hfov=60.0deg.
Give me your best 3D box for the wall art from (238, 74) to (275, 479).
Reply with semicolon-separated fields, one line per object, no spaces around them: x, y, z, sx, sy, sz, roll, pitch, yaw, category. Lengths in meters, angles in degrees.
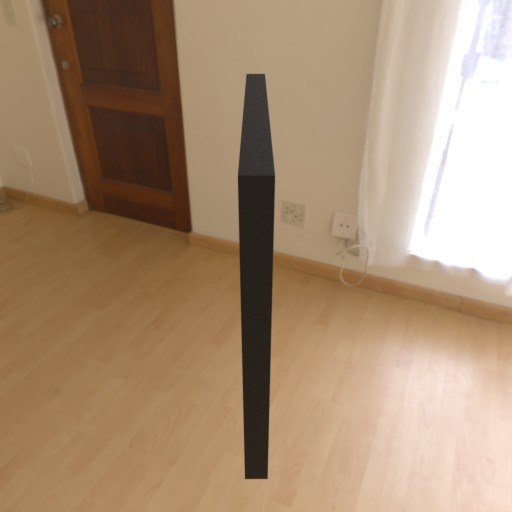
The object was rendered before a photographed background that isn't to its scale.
0.000;0.000;0.769;0.036;0.503;0.506;0;33;0;wall art
